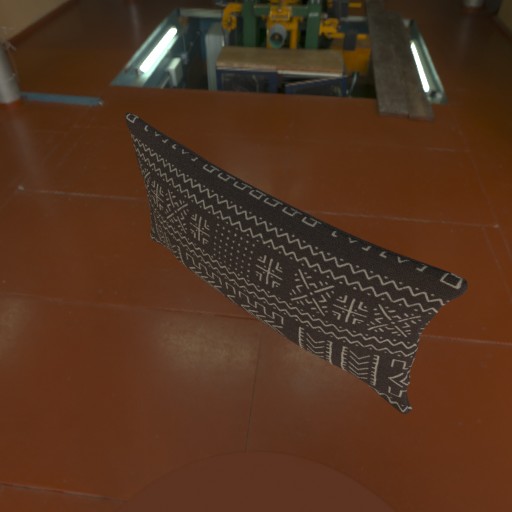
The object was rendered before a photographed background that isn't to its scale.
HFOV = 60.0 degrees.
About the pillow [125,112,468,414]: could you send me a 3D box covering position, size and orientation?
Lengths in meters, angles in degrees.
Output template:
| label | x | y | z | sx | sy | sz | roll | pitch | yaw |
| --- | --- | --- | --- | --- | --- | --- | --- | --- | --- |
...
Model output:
| label | x | y | z | sx | sy | sz | roll | pitch | yaw |
| --- | --- | --- | --- | --- | --- | --- | --- | --- | --- |
| pillow | 0.000 | 0.000 | 0.779 | 0.667 | 0.322 | 0.135 | 32 | 53 | 28 |
